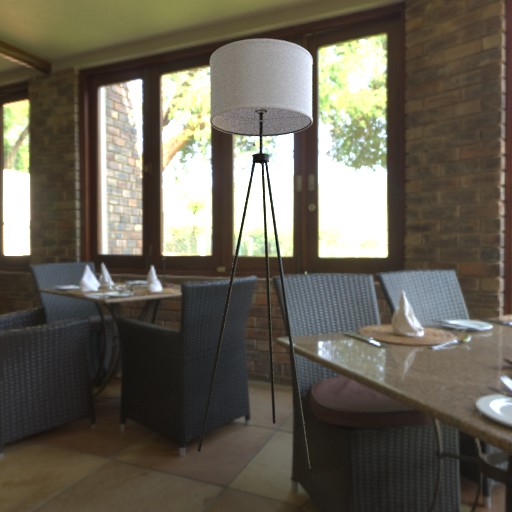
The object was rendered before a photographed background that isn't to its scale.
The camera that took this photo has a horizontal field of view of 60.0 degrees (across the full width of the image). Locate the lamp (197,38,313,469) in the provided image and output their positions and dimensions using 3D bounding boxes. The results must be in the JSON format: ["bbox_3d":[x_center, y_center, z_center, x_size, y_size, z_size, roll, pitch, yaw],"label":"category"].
[{"bbox_3d":[0.000,0.000,1.768,0.458,1.545,0.448,0,1,-18],"label":"lamp"}]
